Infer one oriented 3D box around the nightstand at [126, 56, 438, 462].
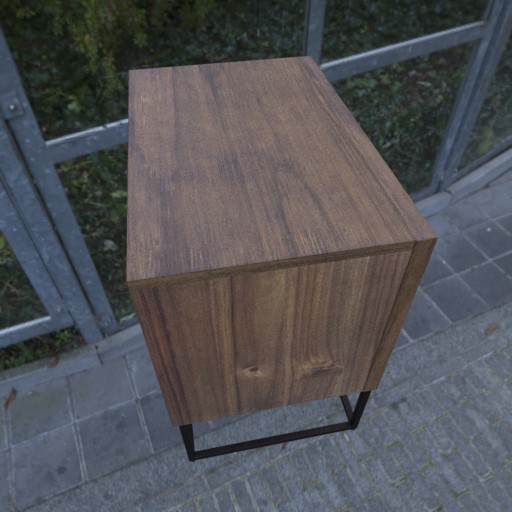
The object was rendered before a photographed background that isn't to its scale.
[{"bbox_3d":[0.000,0.000,0.985,0.437,0.610,0.610,-8,46,-8],"label":"nightstand"}]
